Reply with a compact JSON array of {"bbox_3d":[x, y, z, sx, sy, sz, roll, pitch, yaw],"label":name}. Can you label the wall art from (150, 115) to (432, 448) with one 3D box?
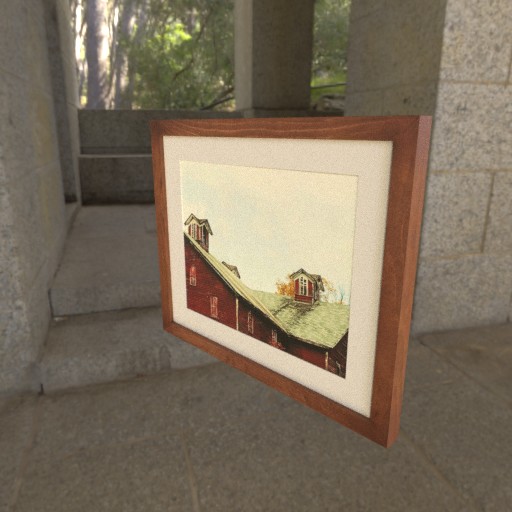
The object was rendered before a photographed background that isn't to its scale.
[{"bbox_3d":[0.000,0.000,0.771,0.558,0.457,0.033,15,22,42],"label":"wall art"}]
